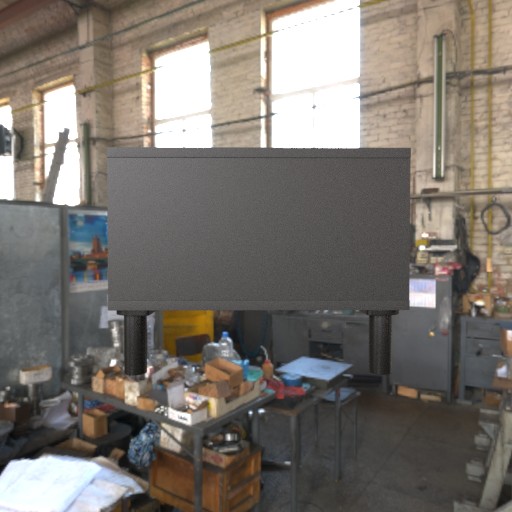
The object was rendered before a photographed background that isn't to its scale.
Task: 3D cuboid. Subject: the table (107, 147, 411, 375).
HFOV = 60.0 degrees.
[{"bbox_3d":[0.000,0.000,1.318,0.550,0.400,1.100,0,1,-1],"label":"table"}]
